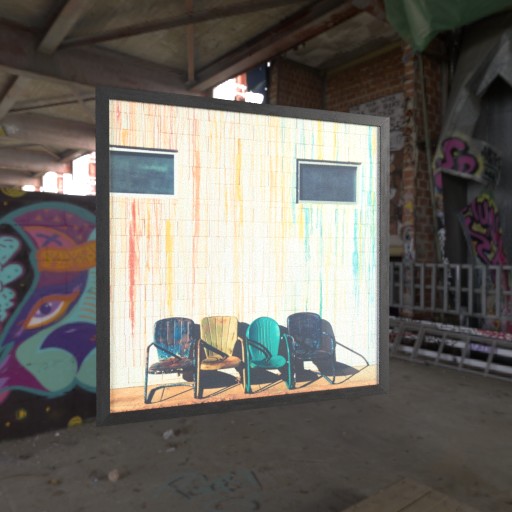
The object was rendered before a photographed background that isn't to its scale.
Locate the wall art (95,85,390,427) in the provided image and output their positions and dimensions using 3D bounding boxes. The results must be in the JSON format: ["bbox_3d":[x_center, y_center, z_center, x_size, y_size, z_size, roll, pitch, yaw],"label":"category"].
[{"bbox_3d":[0.000,0.000,1.123,0.763,0.763,0.039,0,1,-18],"label":"wall art"}]
